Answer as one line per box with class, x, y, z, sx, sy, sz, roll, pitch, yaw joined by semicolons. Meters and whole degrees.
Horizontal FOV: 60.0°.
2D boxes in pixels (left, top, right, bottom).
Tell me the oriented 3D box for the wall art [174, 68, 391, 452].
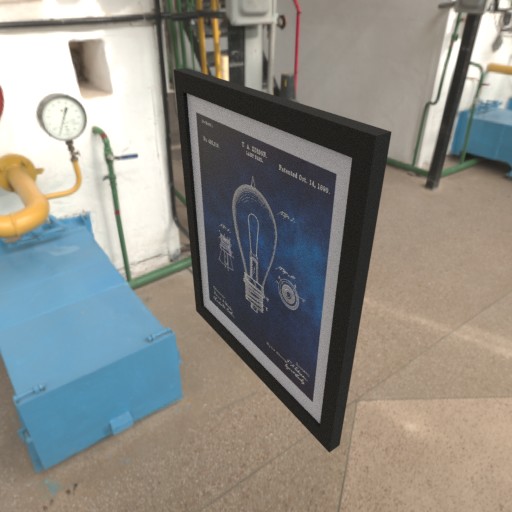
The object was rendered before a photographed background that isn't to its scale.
wall art;0.000;0.000;0.714;0.023;0.505;0.428;-21;38;-29
